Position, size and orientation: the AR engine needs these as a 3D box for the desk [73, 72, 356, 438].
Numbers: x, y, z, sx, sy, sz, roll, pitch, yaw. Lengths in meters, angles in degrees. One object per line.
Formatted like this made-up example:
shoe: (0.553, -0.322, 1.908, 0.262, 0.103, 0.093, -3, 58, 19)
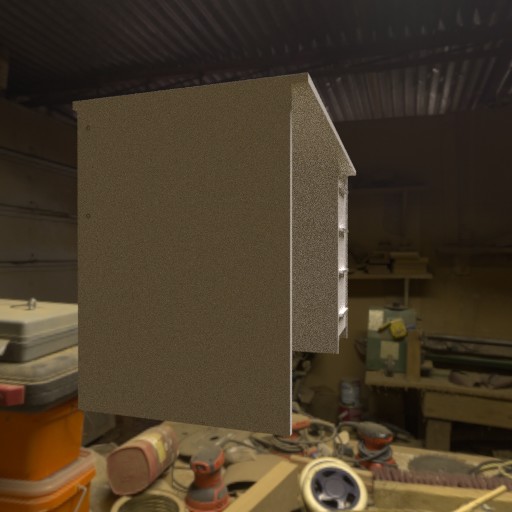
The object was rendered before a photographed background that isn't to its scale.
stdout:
desk: (0.000, 0.000, 1.481, 0.560, 0.730, 1.096, 0, 0, 18)
